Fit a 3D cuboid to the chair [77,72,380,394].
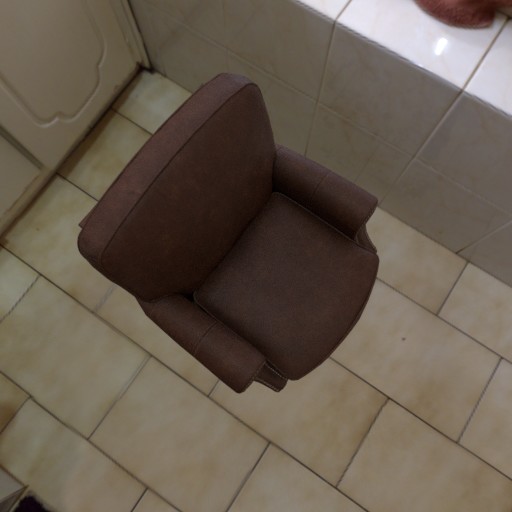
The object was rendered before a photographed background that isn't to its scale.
[{"bbox_3d":[0.000,0.000,1.803,0.986,1.018,0.936,36,79,8],"label":"chair"}]
